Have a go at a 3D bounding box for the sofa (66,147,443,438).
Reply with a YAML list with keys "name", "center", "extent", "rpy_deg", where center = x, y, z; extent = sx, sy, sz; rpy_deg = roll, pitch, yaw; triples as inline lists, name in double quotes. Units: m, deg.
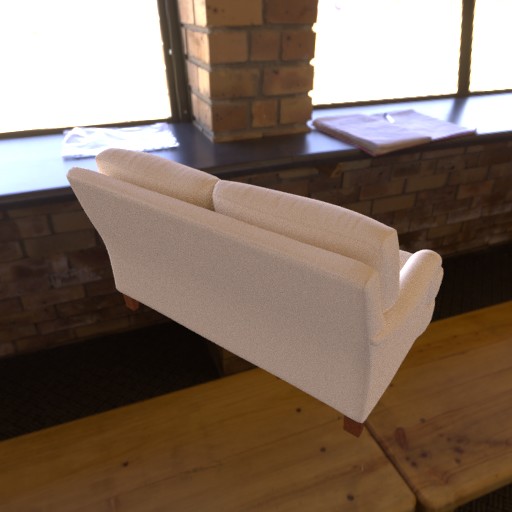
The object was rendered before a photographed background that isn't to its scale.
- name: "sofa"
  center: [0.000, 0.000, 2.519]
  extent: [1.853, 1.101, 1.084]
  rpy_deg: [21, 36, 31]
